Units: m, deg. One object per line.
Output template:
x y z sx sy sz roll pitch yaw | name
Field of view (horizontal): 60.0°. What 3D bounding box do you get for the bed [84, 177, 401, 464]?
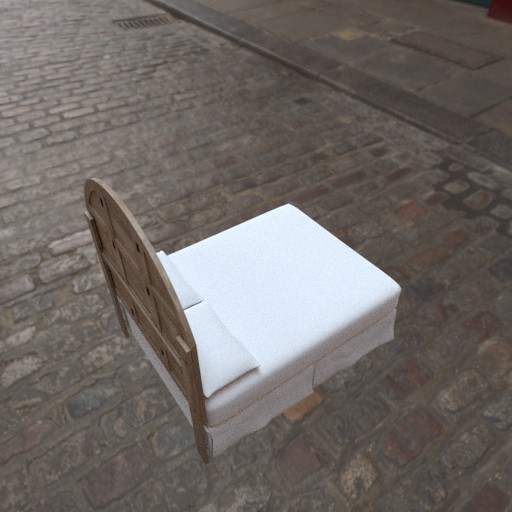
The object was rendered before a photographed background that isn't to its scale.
0.000 0.000 3.666 2.112 2.002 1.713 -26 48 -26 | bed
